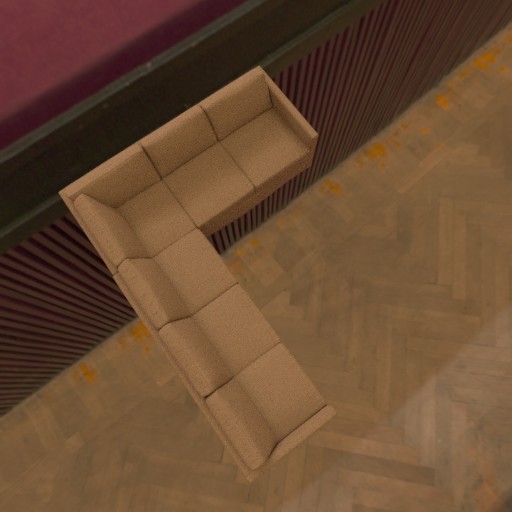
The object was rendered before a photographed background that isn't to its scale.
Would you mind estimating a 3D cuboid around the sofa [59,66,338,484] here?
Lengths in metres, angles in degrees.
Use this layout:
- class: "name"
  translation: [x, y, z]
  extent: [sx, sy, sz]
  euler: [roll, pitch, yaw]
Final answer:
- class: "sofa"
  translation: [0.000, 0.000, 4.350]
  extent: [2.432, 0.871, 3.182]
  euler: [-35, 78, -9]
